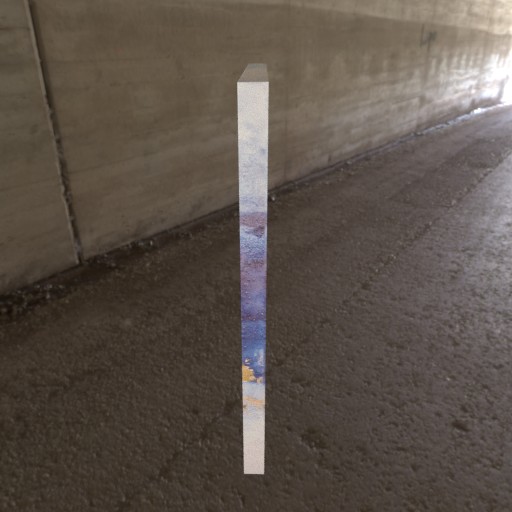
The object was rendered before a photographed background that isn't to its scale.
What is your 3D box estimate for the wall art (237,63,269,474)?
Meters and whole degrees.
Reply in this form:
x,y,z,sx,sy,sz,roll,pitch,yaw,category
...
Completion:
x,y,z,sx,sy,sz,roll,pitch,yaw,category
0.000,0.000,1.128,0.048,0.874,0.583,0,26,1,wall art
